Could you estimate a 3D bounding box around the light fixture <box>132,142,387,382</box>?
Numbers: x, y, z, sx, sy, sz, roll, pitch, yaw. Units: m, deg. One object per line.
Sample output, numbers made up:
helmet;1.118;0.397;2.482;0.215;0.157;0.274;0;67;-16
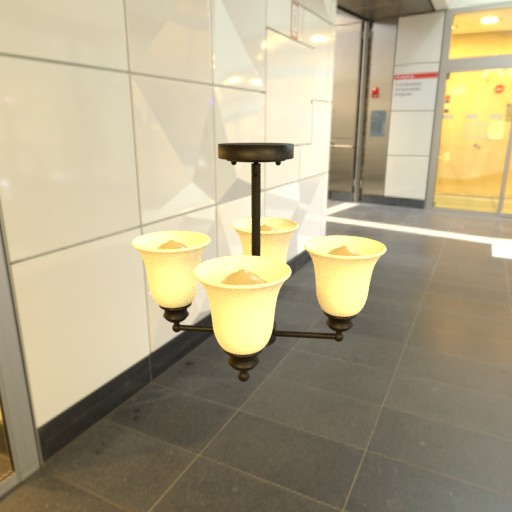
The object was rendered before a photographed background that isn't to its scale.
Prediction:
light fixture;0.000;0.000;1.887;1.069;0.925;1.069;2;16;7
